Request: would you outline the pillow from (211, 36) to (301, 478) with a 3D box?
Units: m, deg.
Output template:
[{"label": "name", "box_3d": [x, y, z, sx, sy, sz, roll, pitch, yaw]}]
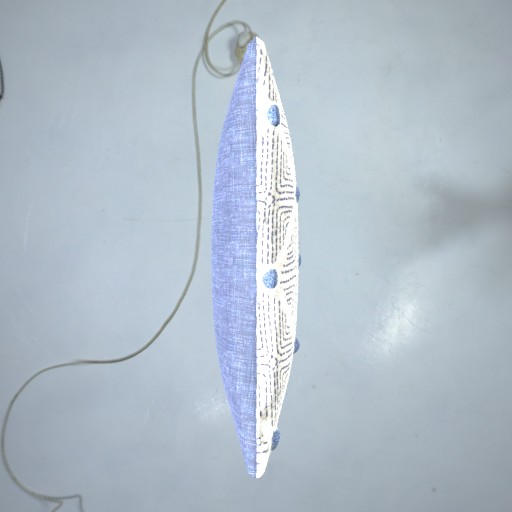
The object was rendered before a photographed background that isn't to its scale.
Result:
[{"label": "pillow", "box_3d": [0.000, 0.000, 0.756, 0.145, 0.510, 0.510, 0, 91, -1]}]
